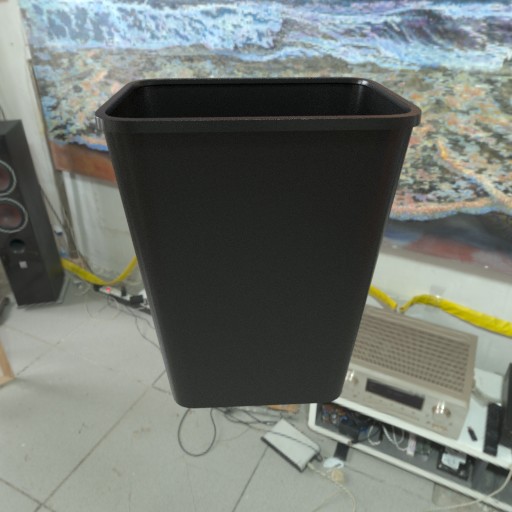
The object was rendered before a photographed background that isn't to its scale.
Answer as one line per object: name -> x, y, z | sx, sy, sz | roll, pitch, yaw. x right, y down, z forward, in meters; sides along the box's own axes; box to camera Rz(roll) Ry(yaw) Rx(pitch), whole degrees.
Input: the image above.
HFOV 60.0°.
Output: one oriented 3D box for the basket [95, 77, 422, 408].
basket -> 0.000, 0.000, 0.746 | 0.394, 0.521, 0.287 | -2, 31, -3
